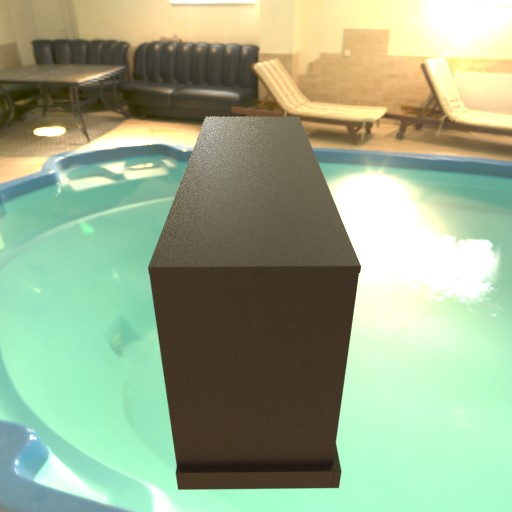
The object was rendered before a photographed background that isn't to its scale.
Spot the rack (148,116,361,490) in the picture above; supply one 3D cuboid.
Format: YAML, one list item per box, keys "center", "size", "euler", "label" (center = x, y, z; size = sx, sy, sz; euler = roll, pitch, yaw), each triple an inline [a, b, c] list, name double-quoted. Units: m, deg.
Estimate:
- center: [0.000, 0.000, 1.460]
  size: [0.399, 0.635, 1.206]
  euler: [0, 30, -1]
  label: "rack"
